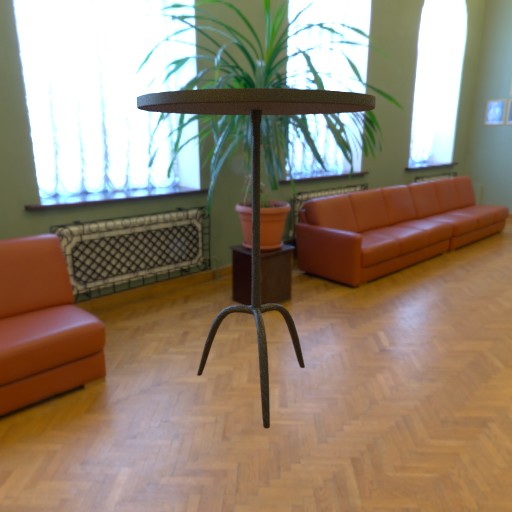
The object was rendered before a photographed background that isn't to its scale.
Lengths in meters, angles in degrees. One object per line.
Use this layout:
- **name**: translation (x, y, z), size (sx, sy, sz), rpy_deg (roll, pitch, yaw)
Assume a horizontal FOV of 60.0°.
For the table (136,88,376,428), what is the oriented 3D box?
- **table**: translation (0.000, 0.000, 1.051), size (0.502, 0.700, 0.502), rpy_deg (-14, 21, -42)
